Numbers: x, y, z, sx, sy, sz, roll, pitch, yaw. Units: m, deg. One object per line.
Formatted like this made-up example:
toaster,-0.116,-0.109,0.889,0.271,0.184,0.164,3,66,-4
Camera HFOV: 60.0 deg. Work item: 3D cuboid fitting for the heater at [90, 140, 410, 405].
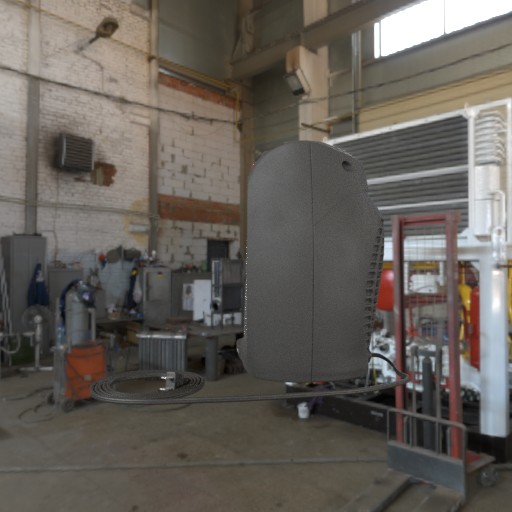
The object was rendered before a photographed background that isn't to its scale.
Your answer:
heater,0.000,0.000,0.466,0.291,0.240,0.239,0,-1,-1
